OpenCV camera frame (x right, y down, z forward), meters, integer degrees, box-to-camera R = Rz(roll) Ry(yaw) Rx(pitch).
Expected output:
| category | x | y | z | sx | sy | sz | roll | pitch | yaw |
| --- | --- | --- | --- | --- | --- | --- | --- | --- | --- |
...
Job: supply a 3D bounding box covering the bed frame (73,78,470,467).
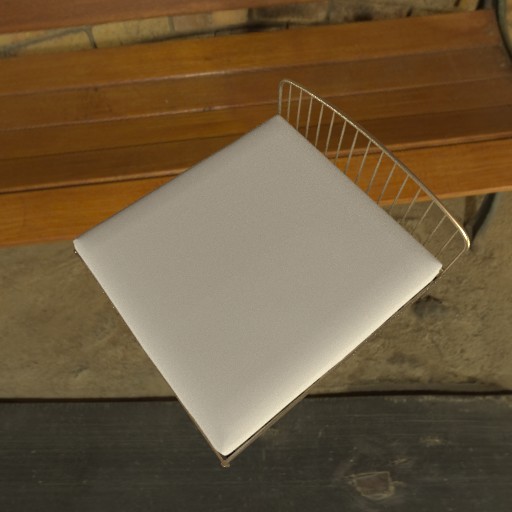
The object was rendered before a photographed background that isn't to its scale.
| category | x | y | z | sx | sy | sz | roll | pitch | yaw |
| --- | --- | --- | --- | --- | --- | --- | --- | --- | --- |
| bed frame | 0.000 | 0.000 | 3.390 | 2.152 | 1.174 | 2.016 | -36 | 69 | -16 |
